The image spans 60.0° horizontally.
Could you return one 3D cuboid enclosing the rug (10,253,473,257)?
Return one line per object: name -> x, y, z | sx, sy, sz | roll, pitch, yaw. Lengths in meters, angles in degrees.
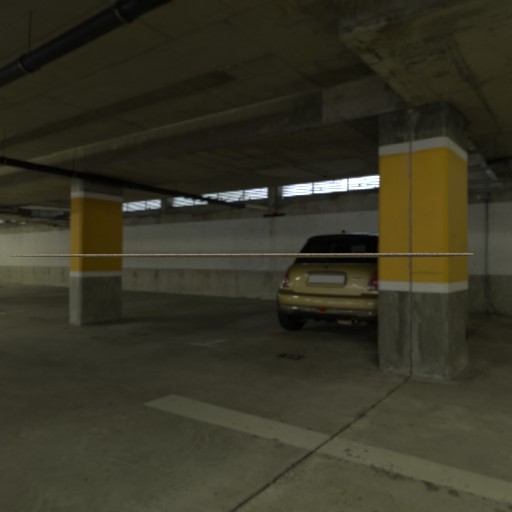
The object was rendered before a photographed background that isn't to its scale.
rug -> 0.000, 0.000, 4.102 | 3.294, 0.018, 2.382 | 0, 0, 17
